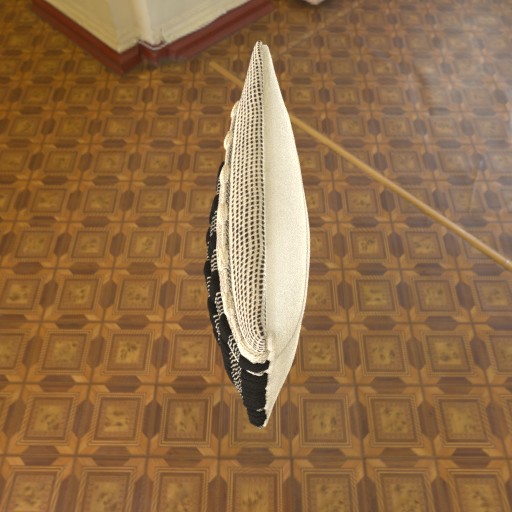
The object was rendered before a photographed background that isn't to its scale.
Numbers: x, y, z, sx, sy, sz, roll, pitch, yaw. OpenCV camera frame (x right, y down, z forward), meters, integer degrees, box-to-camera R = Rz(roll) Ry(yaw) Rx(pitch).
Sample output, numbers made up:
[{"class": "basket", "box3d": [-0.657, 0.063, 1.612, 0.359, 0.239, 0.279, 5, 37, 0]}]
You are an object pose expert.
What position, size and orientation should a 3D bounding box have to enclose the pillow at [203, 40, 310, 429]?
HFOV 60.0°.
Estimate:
[{"class": "pillow", "box3d": [0.000, 0.000, 0.682, 0.156, 0.438, 0.436, 0, 59, 0]}]
